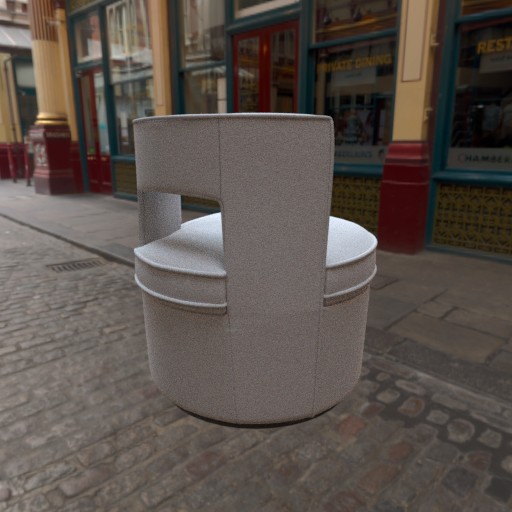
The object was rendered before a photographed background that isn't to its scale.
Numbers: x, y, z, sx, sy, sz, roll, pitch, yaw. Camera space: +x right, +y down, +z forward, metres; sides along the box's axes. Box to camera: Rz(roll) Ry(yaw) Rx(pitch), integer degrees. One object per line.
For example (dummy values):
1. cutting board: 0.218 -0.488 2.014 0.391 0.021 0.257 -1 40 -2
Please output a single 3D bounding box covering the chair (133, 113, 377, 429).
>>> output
1. chair: 0.000 0.000 1.242 0.650 0.723 0.665 13 19 43
